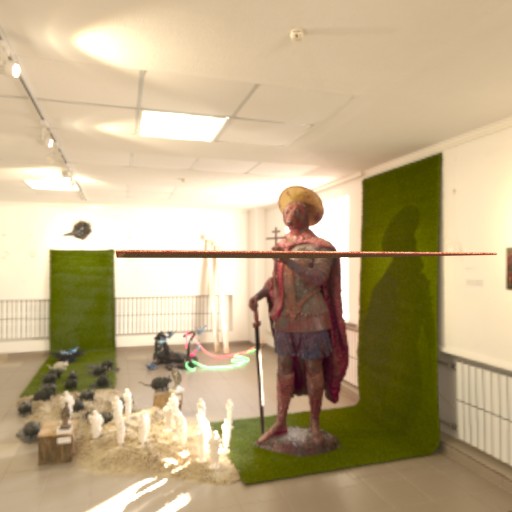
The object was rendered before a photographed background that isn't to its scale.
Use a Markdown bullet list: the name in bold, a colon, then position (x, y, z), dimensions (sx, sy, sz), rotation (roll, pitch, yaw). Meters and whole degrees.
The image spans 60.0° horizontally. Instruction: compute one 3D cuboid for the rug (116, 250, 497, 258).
- **rug**: position (0.000, 0.000, 4.056), dimensions (2.441, 0.016, 3.050), rotation (0, -1, -17)
